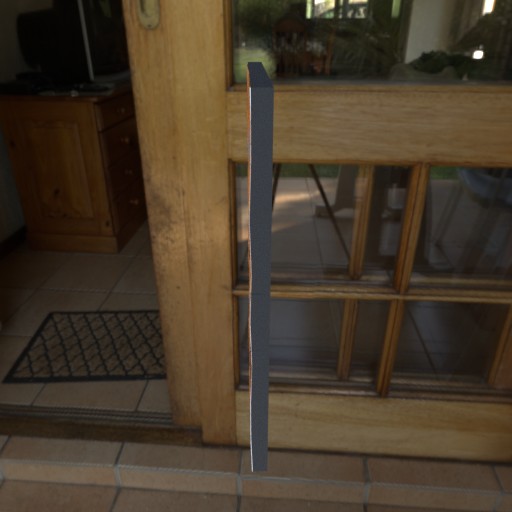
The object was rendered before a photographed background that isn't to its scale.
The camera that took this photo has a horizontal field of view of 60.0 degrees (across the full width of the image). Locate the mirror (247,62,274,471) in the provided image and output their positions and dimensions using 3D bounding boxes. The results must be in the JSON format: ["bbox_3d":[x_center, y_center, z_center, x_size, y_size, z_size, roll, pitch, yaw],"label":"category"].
[{"bbox_3d":[0.000,0.000,1.181,0.044,0.912,0.606,-1,27,-1],"label":"mirror"}]
